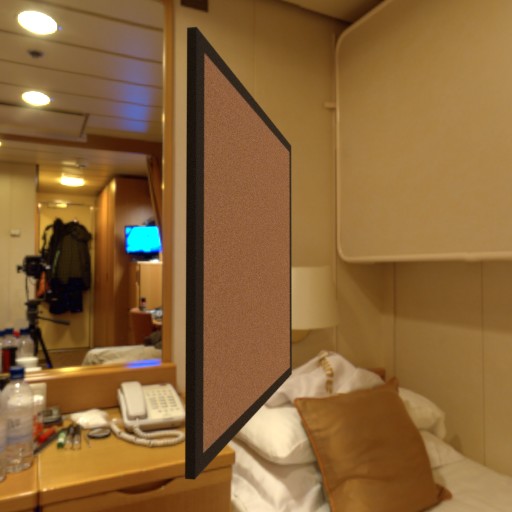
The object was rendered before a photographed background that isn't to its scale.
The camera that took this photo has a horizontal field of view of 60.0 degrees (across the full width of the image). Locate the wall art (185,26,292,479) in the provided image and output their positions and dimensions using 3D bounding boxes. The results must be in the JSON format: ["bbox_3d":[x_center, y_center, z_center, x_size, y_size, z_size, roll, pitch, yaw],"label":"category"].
[{"bbox_3d":[0.000,0.000,0.960,0.016,0.659,0.663,0,-2,17],"label":"wall art"}]
